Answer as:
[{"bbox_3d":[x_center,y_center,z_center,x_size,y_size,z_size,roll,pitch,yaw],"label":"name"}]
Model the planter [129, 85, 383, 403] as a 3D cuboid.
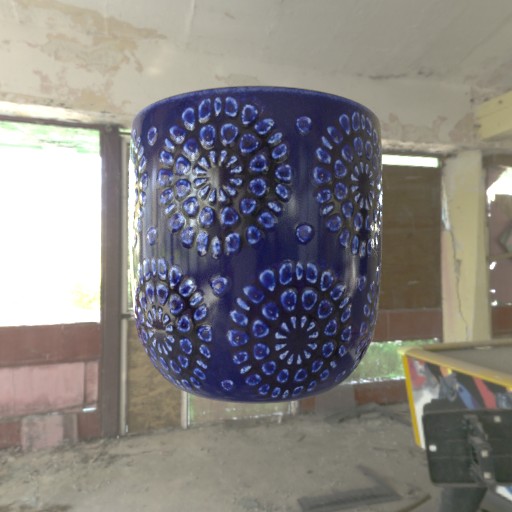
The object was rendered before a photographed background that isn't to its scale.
[{"bbox_3d":[0.000,0.000,0.198,0.109,0.112,0.109,0,-1,0],"label":"planter"}]
